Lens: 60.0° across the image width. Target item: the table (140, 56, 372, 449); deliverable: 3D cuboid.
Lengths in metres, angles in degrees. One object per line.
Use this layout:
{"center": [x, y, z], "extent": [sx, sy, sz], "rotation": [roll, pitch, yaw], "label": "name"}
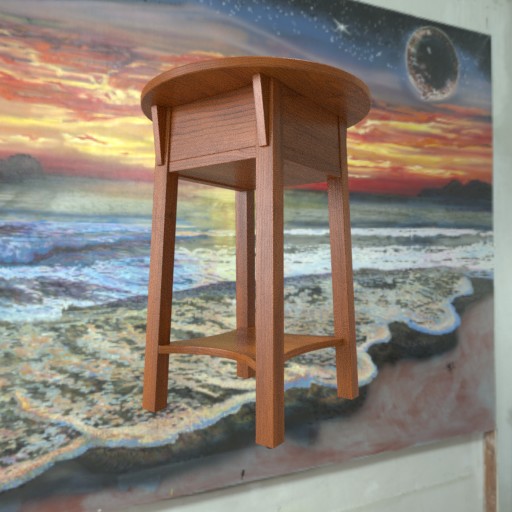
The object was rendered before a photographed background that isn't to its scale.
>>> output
{"center": [0.000, 0.000, 0.904], "extent": [0.457, 0.610, 0.457], "rotation": [0, 0, 0], "label": "table"}
